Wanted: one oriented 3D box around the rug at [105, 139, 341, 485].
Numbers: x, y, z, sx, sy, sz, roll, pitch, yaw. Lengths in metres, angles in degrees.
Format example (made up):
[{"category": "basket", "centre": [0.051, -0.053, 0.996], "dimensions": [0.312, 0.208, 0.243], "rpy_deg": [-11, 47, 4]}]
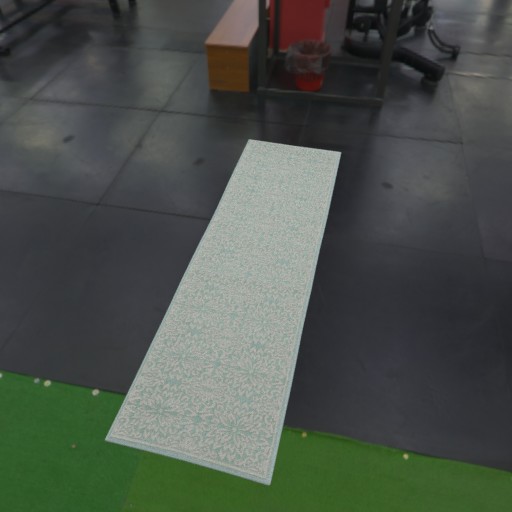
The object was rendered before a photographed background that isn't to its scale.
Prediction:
[{"category": "rug", "centre": [0.000, 0.000, 2.397], "dimensions": [0.662, 0.011, 2.196], "rpy_deg": [10, 48, 10]}]
